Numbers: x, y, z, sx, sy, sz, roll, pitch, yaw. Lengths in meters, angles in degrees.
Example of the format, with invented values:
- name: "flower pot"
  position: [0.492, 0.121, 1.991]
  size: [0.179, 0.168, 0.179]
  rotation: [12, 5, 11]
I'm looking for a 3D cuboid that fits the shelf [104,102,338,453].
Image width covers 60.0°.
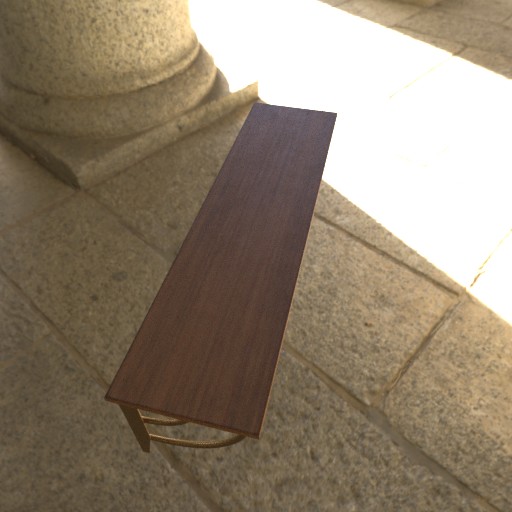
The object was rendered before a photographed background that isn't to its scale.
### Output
- name: "shelf"
  position: [0.000, 0.000, 0.724]
  size: [0.166, 0.190, 0.636]
  rotation: [10, 48, 10]
